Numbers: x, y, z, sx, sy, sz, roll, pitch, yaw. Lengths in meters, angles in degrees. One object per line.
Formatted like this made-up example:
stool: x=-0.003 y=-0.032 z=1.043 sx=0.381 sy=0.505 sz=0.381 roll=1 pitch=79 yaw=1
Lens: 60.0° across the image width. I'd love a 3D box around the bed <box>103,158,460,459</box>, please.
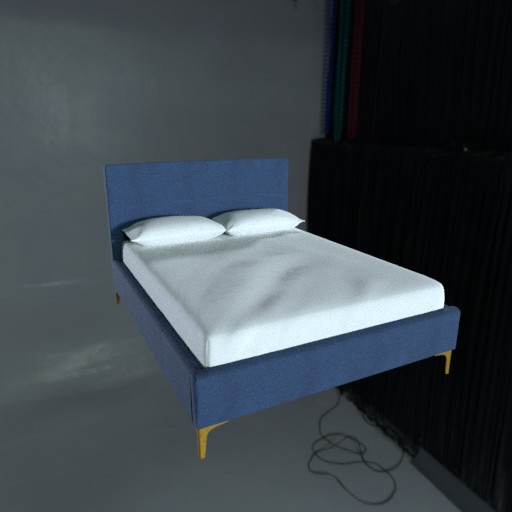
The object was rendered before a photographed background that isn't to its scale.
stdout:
bed: x=0.000 y=0.000 z=3.207 sx=1.723 sy=1.231 sz=2.172 roll=-8 pitch=18 yaw=-26
